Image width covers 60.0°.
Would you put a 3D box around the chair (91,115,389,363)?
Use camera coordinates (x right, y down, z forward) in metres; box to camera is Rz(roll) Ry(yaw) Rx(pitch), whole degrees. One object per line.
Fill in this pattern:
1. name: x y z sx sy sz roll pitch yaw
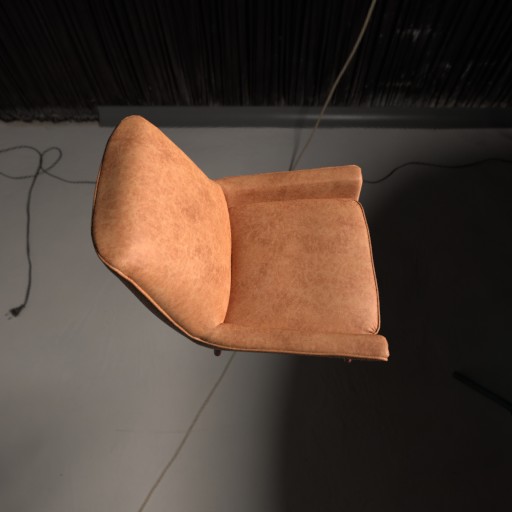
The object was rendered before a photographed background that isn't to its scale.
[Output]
1. chair: 0.000 0.000 1.549 0.851 0.883 0.753 -1 63 0
